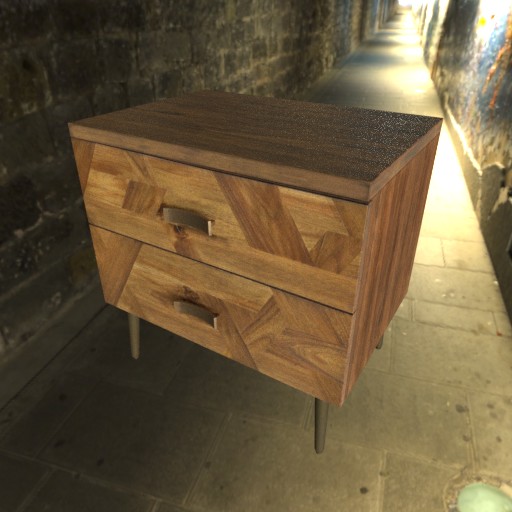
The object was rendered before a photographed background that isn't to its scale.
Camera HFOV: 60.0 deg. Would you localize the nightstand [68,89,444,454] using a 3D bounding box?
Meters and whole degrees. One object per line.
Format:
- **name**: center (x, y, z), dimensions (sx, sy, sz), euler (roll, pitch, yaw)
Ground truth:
- **nightstand**: center (0.000, 0.000, 1.023), dimensions (0.610, 0.610, 0.458), euler (17, 34, 27)
